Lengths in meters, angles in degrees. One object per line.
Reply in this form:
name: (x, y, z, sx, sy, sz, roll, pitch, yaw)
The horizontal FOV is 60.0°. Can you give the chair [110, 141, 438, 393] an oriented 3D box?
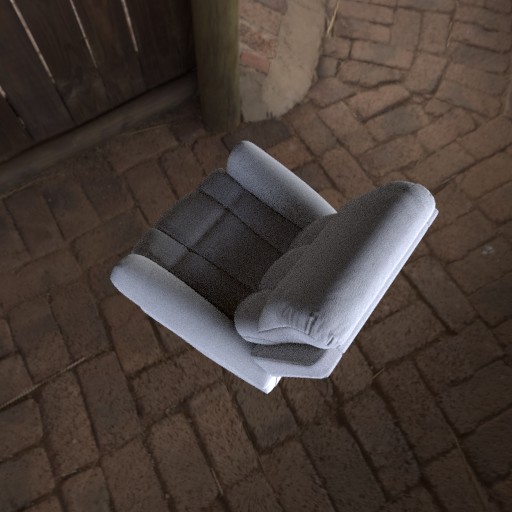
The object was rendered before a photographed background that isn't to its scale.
chair: (0.000, 0.000, 1.770, 0.979, 1.031, 0.871, 34, 68, 16)
